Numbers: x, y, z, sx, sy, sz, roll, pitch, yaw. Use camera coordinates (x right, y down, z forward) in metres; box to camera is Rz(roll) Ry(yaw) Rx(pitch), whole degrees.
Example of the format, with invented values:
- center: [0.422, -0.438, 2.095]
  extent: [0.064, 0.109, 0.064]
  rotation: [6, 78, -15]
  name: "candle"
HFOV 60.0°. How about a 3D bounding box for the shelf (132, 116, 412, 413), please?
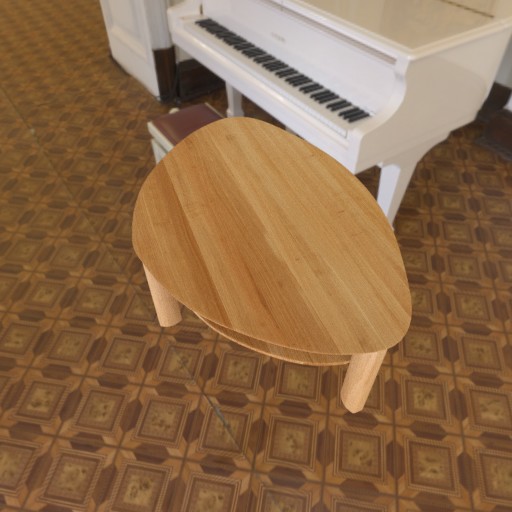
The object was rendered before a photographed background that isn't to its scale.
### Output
- center: [0.000, 0.000, 1.682]
  extent: [0.845, 0.440, 1.246]
  rotation: [-17, 50, -15]
  name: "shelf"
